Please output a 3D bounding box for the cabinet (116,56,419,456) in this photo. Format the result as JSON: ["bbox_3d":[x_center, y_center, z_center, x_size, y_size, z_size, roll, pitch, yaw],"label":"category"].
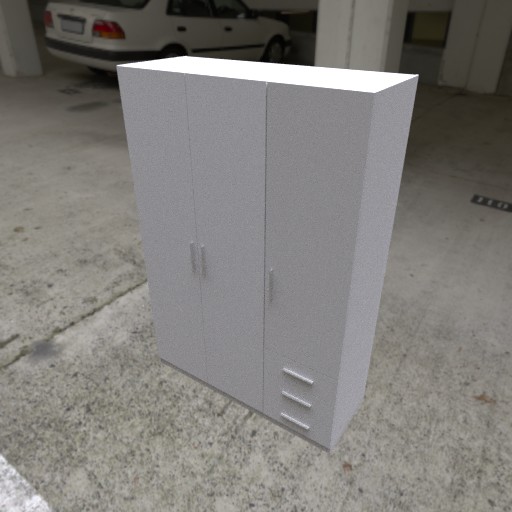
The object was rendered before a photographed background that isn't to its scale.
[{"bbox_3d":[0.000,0.000,2.450,1.290,1.910,0.510,19,35,29],"label":"cabinet"}]
